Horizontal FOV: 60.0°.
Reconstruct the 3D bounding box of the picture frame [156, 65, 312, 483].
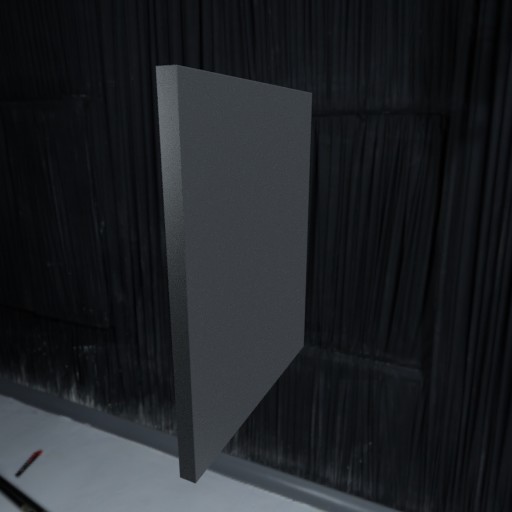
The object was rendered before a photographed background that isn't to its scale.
[{"bbox_3d":[0.000,0.000,0.764,0.028,0.556,0.460,8,18,24],"label":"picture frame"}]
